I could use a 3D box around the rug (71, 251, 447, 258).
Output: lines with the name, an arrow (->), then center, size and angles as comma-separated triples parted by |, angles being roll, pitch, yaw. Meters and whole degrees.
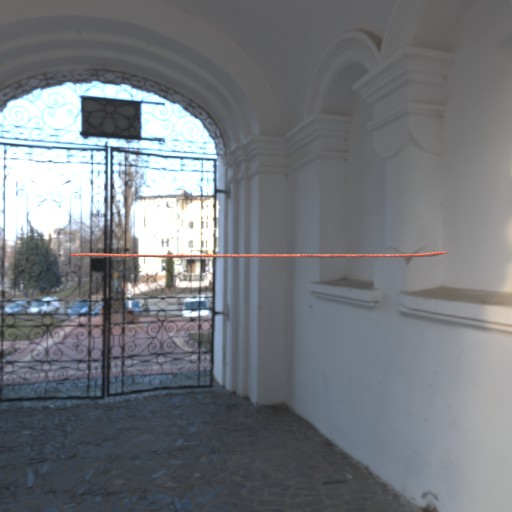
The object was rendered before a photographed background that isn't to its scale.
rug -> 0.000, 0.000, 2.919 | 1.521, 0.026, 2.286 | 0, 0, -1
